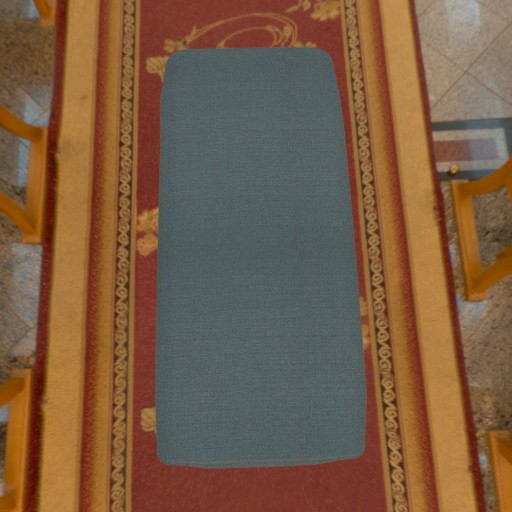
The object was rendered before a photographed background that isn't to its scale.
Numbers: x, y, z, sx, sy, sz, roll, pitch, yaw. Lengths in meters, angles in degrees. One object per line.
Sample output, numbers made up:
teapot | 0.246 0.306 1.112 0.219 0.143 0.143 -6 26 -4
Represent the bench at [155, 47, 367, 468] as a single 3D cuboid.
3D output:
bench | 0.000 0.000 1.217 0.476 0.474 0.995 -2 76 0
